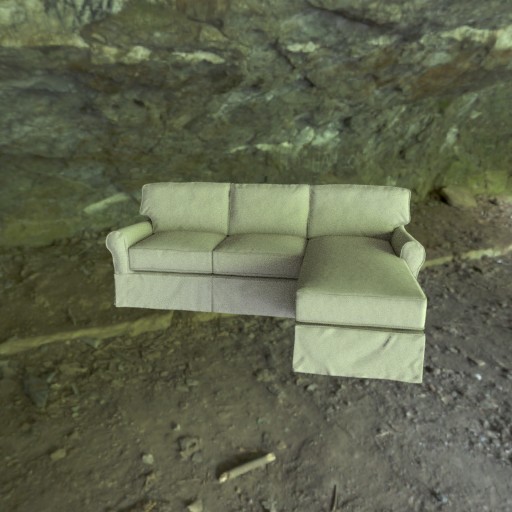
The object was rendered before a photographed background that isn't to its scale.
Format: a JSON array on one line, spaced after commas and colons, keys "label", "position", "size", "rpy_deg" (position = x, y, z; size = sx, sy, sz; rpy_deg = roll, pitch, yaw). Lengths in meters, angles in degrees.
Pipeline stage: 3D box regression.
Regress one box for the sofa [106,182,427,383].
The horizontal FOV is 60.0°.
[{"label": "sofa", "position": [0.000, 0.000, 3.396], "size": [2.475, 0.978, 1.733], "rpy_deg": [2, 15, 9]}]
